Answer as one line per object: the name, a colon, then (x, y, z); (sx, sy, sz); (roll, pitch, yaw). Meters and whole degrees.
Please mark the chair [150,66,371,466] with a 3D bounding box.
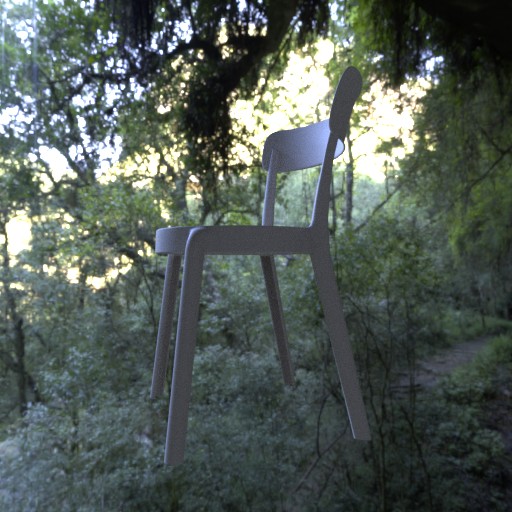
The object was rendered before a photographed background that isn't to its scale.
chair: (0.000, 0.000, 1.111); (0.491, 0.790, 0.506); (0, -1, -17)
